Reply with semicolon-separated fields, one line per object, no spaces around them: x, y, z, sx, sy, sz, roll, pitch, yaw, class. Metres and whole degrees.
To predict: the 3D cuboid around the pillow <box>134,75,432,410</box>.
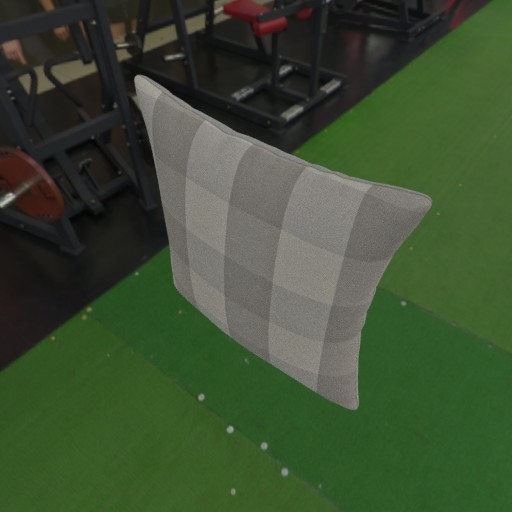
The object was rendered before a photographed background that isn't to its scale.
0.000;0.000;0.785;0.511;0.509;0.161;31;53;27;pillow
